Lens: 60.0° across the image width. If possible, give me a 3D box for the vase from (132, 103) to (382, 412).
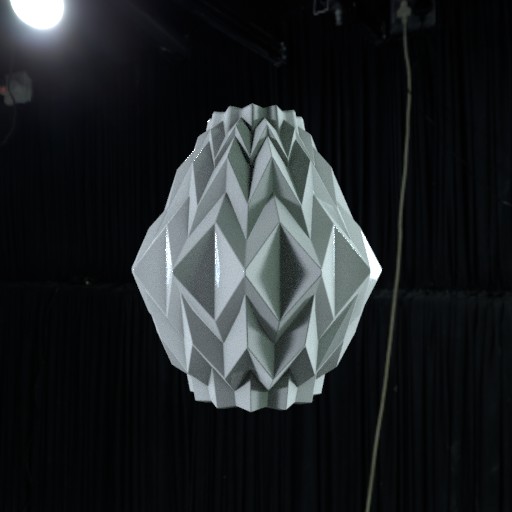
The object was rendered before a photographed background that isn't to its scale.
[{"bbox_3d":[0.000,0.000,0.301,0.164,0.185,0.164,0,-1,0],"label":"vase"}]
